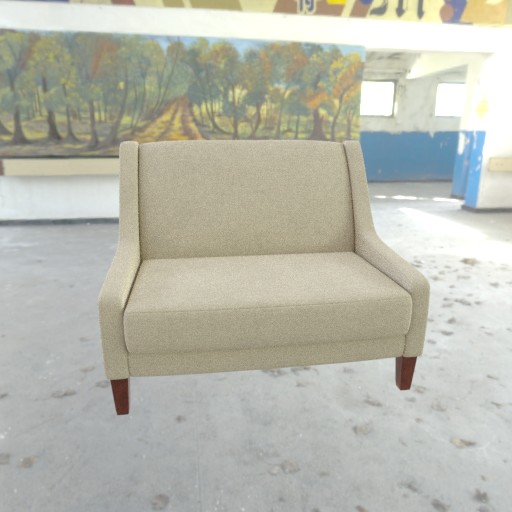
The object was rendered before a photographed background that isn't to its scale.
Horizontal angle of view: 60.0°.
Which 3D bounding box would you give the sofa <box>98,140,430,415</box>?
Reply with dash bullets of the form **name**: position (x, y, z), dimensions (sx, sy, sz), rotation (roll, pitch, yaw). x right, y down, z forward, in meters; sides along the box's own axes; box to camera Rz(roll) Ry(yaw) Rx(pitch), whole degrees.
- **sofa**: position (0.000, 0.000, 1.958), dimensions (1.212, 0.976, 0.946), rotation (-2, 16, -8)
